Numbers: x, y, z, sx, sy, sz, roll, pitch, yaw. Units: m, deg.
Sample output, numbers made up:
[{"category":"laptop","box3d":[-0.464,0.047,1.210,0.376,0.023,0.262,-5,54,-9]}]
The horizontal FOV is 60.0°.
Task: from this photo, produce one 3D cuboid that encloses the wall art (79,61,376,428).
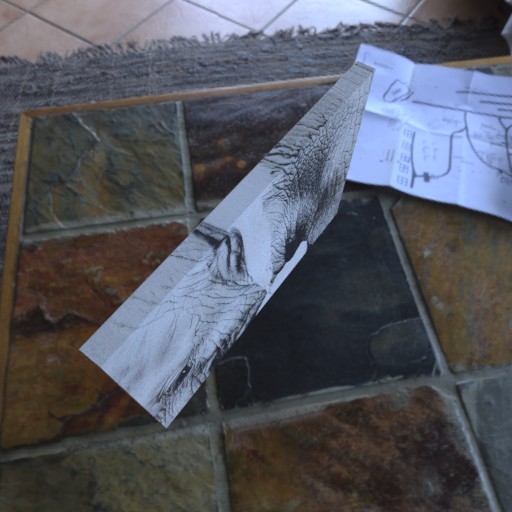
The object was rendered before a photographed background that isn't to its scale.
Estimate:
[{"category":"wall art","box3d":[0.000,0.000,0.783,0.035,0.407,0.613,33,65,17]}]
